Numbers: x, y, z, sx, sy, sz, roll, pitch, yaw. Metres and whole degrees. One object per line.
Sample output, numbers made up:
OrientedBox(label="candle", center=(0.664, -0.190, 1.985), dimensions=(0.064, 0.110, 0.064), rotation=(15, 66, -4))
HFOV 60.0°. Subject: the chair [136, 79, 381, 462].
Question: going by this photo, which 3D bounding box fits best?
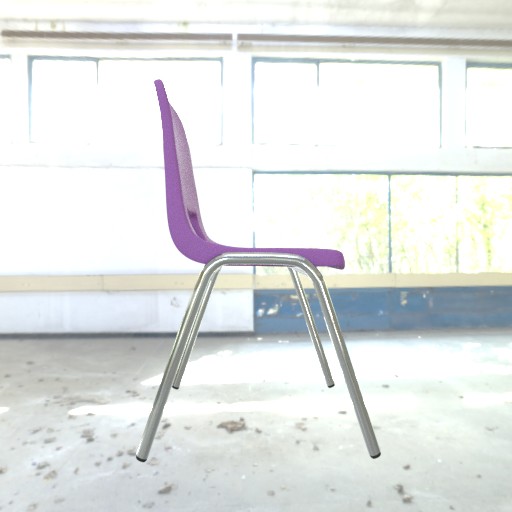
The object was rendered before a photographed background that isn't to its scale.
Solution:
OrientedBox(label="chair", center=(0.000, 0.000, 0.678), dimensions=(0.301, 0.493, 0.291), rotation=(0, 1, -2))
